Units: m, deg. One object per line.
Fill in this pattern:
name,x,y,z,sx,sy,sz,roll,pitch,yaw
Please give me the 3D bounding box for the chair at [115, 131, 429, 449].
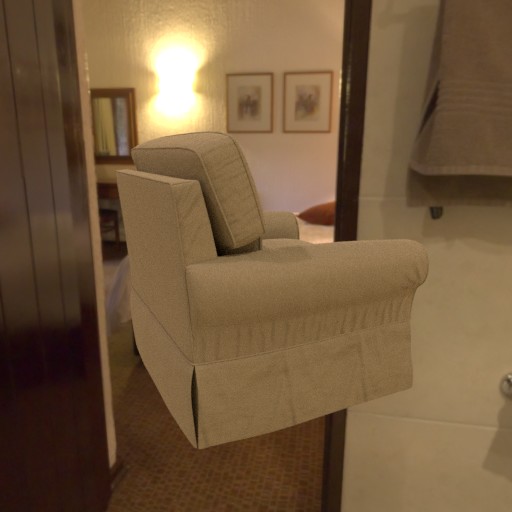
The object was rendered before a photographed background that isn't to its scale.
chair,0.000,0.000,1.924,0.988,1.017,1.135,-7,15,-26
